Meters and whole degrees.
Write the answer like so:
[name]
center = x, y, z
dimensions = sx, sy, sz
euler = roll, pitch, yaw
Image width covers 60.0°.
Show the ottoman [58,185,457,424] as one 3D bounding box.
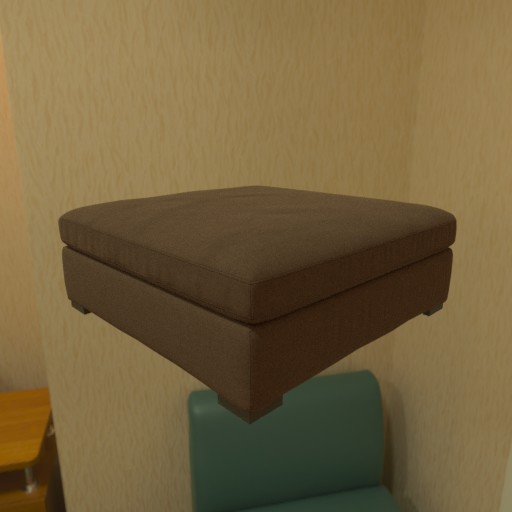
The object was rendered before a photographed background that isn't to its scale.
[ottoman]
center = 0.000, 0.000, 1.840
dimensions = 1.181, 0.470, 1.181
euler = -14, 21, -42
